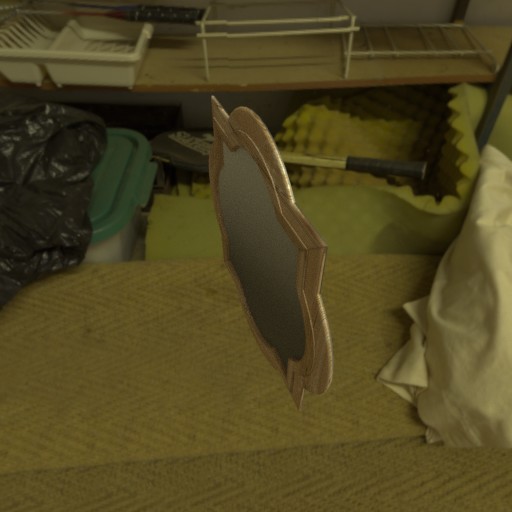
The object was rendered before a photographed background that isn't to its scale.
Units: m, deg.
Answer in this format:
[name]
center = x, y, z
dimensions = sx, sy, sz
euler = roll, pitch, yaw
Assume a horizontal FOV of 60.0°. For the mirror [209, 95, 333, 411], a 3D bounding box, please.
[mirror]
center = 0.000, 0.000, 1.044
dimensions = 0.019, 0.686, 0.686
euler = -16, 47, -16
